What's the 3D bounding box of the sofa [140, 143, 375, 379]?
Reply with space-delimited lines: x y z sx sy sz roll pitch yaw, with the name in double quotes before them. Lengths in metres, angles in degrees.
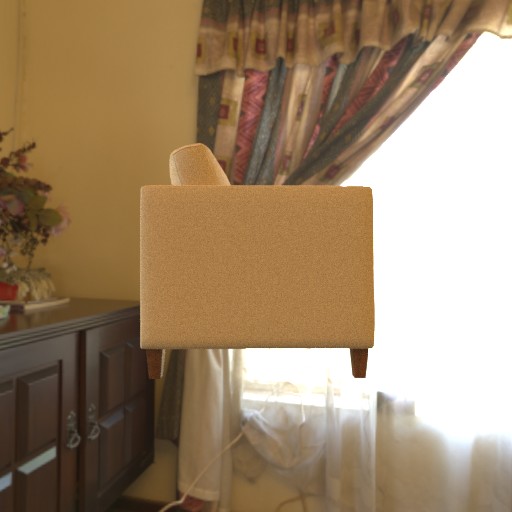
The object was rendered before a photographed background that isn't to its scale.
"sofa" 0.000 0.000 2.882 0.951 0.968 2.361 0 0 -1
